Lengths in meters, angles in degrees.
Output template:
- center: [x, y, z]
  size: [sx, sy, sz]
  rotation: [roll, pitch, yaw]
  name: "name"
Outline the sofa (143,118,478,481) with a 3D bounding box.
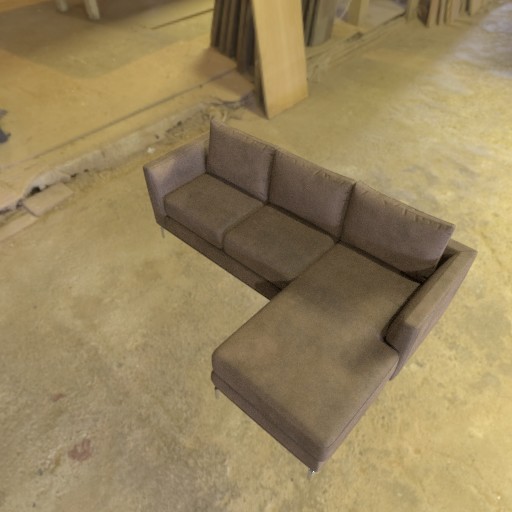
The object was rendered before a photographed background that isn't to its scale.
- center: [0.000, 0.000, 3.194]
  size: [2.438, 0.987, 1.622]
  rotation: [32, 52, 29]
  name: "sofa"
